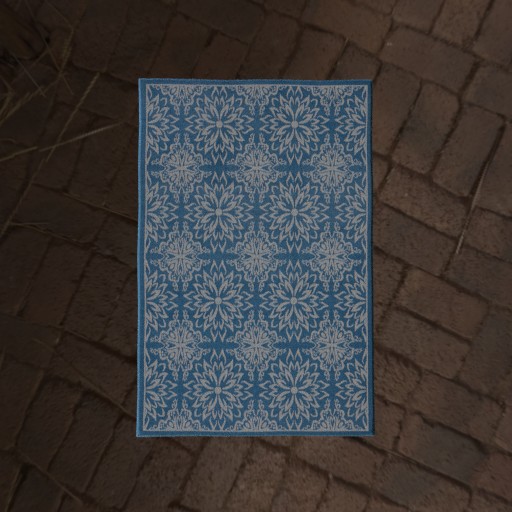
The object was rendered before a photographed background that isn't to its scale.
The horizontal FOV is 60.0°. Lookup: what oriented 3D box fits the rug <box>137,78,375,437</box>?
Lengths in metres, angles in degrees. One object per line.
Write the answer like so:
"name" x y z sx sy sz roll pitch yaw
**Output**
"rug" 0.000 0.000 3.436 1.830 0.018 2.769 0 89 -1
